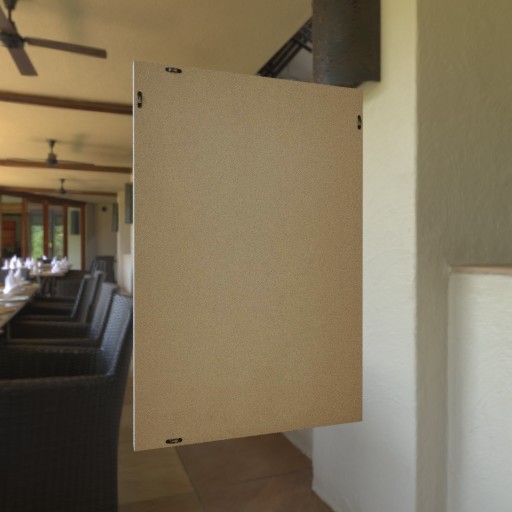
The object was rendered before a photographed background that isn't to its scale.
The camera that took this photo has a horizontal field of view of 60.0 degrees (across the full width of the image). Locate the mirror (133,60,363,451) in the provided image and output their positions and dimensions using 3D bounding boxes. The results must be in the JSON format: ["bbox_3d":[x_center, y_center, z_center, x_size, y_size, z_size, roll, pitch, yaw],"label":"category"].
[{"bbox_3d":[0.000,0.000,1.144,0.609,0.915,0.040,0,0,-18],"label":"mirror"}]
